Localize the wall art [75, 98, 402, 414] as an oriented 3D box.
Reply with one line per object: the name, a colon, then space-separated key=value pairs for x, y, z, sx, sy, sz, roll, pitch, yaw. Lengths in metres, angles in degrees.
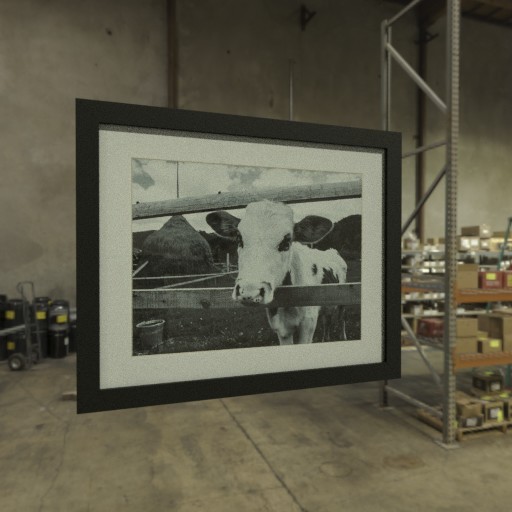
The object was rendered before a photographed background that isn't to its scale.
wall art: x=0.000 y=0.000 z=0.538 sx=0.404 sy=0.329 sz=0.024 roll=0 pitch=1 yaw=-19
